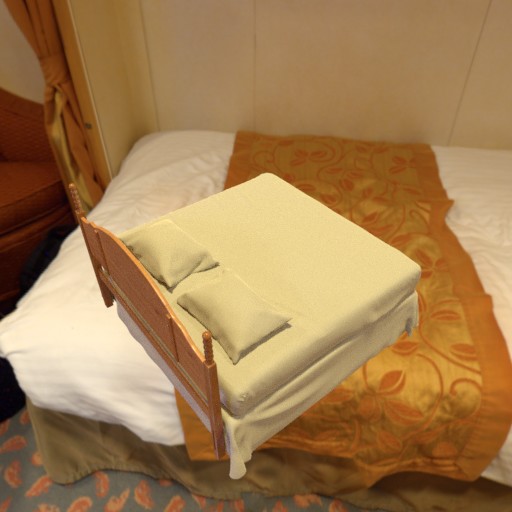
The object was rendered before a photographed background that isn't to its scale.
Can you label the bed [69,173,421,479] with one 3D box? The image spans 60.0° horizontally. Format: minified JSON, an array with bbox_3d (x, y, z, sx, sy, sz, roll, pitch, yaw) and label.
[{"bbox_3d":[0.000,0.000,3.791,2.219,1.355,2.322,-27,48,-28],"label":"bed"}]
